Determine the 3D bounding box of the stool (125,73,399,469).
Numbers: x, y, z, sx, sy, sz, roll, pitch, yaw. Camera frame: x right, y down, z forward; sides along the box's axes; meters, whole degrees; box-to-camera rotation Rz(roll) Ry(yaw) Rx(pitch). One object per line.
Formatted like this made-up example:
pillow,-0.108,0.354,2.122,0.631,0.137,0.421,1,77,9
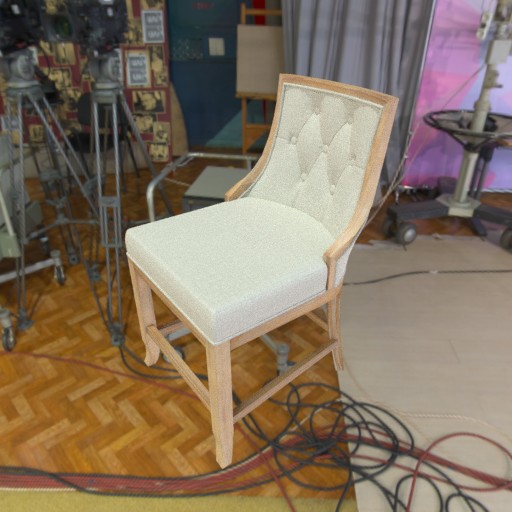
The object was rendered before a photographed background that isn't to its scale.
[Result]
stool,0.000,0.000,1.351,0.626,0.938,0.524,-21,37,-30
